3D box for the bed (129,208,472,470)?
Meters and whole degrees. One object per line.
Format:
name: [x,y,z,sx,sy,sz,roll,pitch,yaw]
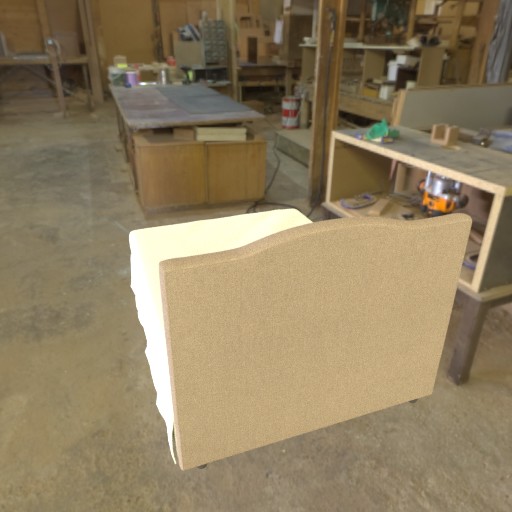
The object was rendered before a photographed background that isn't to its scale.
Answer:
bed: [0.000,0.000,3.392,1.821,1.436,2.282,-10,29,-18]
